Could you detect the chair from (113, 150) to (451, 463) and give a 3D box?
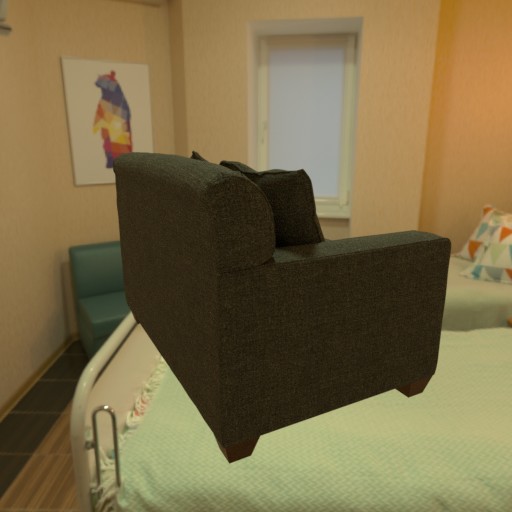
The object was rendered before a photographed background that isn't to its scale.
[{"bbox_3d":[0.000,0.000,2.054,1.000,0.948,1.383,-8,17,-27],"label":"chair"}]
